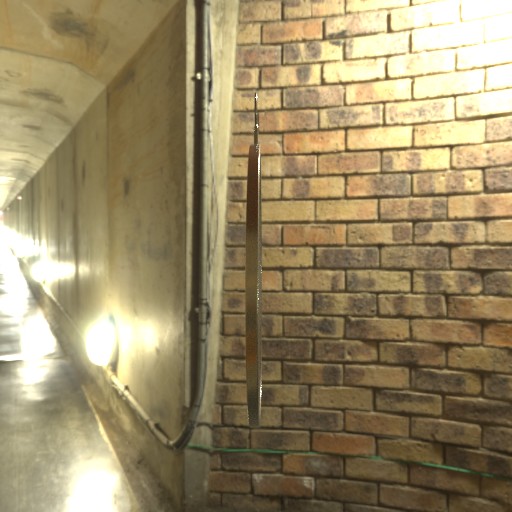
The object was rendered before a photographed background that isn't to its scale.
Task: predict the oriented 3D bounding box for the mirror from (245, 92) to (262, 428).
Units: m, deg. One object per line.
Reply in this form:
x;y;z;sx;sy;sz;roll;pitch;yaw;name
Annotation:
0.000;0.000;0.974;0.020;0.713;0.594;0;0;1;mirror
